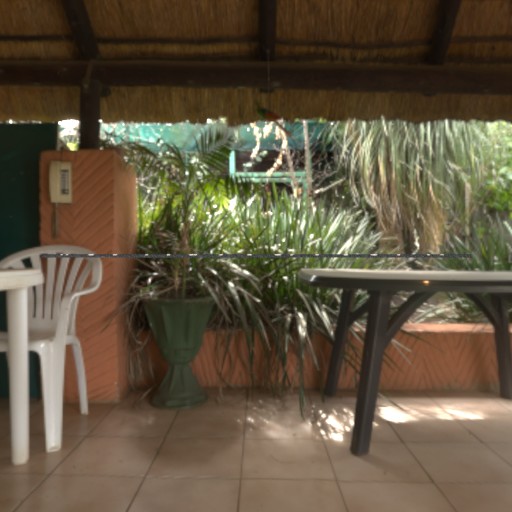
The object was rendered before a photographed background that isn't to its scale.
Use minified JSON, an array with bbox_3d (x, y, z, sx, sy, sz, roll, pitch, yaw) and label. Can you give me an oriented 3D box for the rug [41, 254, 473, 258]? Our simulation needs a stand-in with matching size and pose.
[{"bbox_3d":[0.000,0.000,3.998,2.439,0.022,3.047,0,0,-1],"label":"rug"}]
